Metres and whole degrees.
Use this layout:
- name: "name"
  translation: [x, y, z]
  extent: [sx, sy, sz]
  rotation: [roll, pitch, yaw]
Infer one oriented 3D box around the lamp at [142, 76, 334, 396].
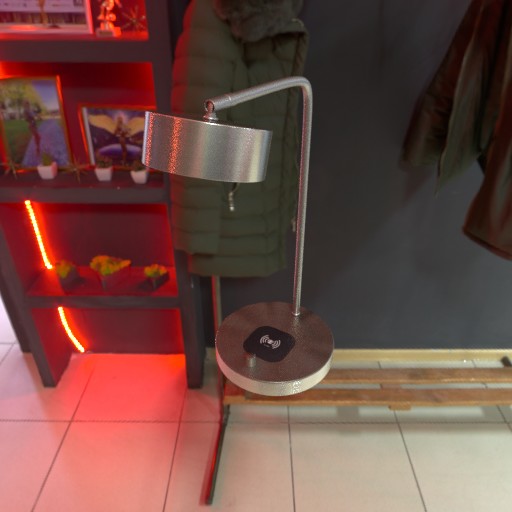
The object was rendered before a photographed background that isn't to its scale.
- name: "lamp"
  translation: [0.000, 0.000, 0.642]
  extent: [0.211, 0.469, 0.334]
  rotation: [19, 36, 28]
